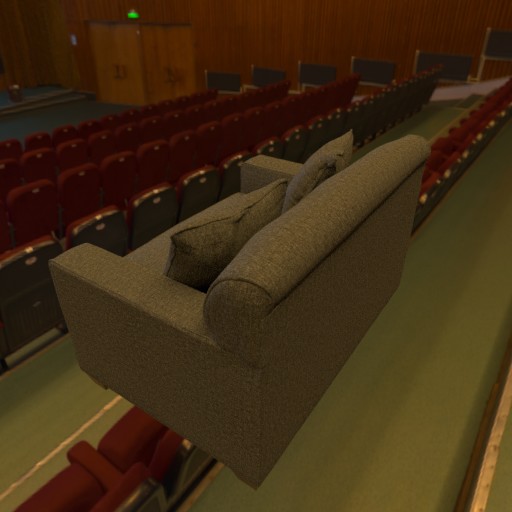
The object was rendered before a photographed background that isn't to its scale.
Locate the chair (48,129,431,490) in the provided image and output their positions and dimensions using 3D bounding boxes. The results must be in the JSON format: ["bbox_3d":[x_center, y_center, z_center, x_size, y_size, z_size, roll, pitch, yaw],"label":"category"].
[{"bbox_3d":[0.000,0.000,1.957,1.000,0.948,1.383,20,37,28],"label":"chair"}]
